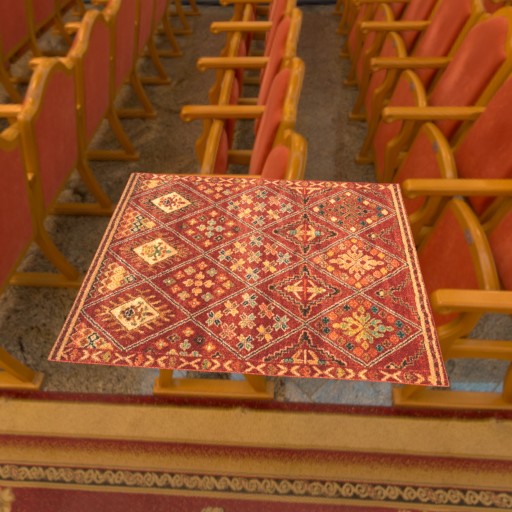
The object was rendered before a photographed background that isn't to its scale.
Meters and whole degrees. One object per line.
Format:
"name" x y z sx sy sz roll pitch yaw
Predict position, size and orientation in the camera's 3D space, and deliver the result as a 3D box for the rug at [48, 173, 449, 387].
"rug" 0.000 0.000 4.236 3.086 0.030 2.489 3 46 3
